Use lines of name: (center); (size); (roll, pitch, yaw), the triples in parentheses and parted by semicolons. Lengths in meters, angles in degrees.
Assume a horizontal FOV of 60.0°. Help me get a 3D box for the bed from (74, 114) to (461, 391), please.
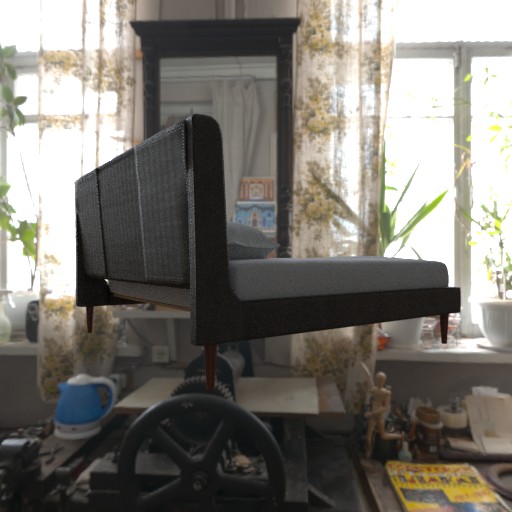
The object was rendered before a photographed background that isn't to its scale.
bed: (0.000, 0.000, 3.148); (2.031, 1.158, 1.903); (0, -1, -36)
